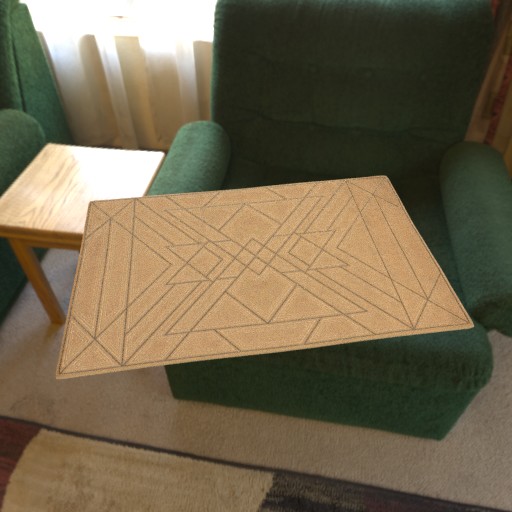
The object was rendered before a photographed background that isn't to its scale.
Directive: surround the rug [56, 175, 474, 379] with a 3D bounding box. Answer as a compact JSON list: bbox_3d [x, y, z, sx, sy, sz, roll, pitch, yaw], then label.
[{"bbox_3d":[0.000,0.000,3.104,2.459,0.023,1.575,-6,46,-6],"label":"rug"}]
